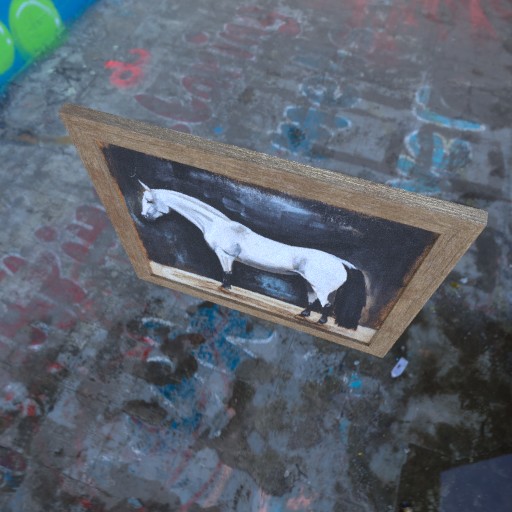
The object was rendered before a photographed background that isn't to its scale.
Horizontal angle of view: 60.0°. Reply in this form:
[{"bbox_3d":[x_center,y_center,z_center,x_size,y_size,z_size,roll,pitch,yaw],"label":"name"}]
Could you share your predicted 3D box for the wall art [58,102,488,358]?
[{"bbox_3d":[0.000,0.000,0.934,0.690,0.588,0.026,17,61,10],"label":"wall art"}]
